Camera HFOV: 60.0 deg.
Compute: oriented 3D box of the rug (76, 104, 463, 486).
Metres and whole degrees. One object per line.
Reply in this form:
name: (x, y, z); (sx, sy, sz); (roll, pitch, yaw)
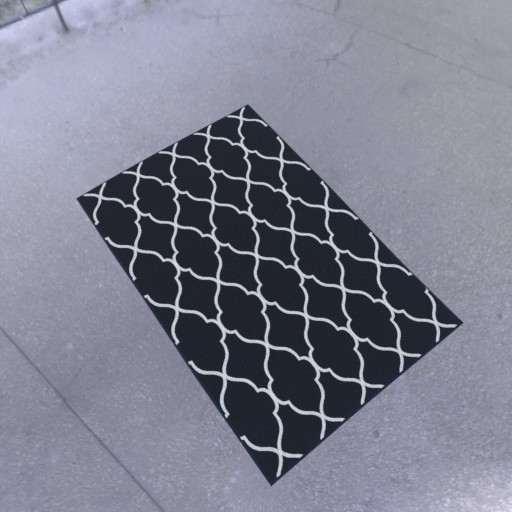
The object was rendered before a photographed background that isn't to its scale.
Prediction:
rug: (0.000, 0.000, 2.964); (1.526, 0.014, 2.290); (-34, 68, -15)
